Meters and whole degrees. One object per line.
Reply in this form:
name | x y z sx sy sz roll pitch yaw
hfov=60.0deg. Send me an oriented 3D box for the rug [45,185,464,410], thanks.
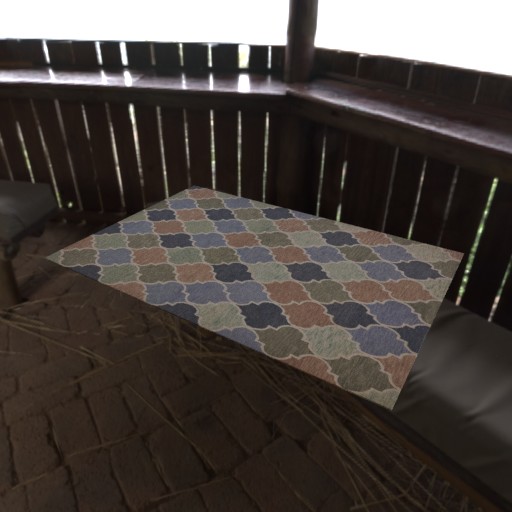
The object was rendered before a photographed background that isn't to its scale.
rug | 0.000 0.000 2.901 2.284 0.006 1.521 18 35 28
